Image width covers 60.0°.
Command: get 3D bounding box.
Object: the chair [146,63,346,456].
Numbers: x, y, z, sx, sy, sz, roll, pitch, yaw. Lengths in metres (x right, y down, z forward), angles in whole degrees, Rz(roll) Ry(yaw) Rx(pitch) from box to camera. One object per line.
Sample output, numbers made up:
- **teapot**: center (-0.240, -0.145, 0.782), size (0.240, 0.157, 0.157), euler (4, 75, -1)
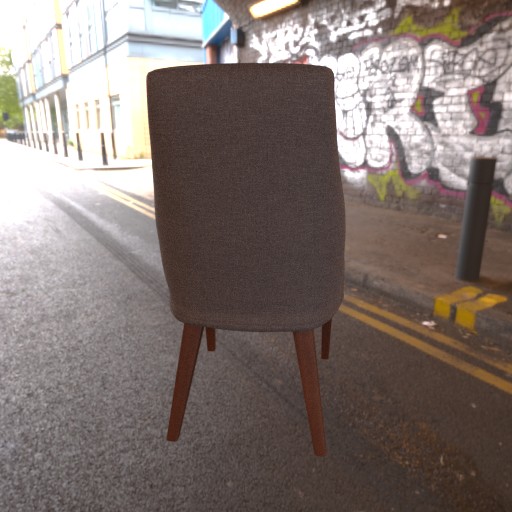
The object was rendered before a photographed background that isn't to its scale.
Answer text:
- **chair**: center (0.000, 0.000, 1.241), size (0.500, 0.930, 0.620), euler (2, 16, 8)
